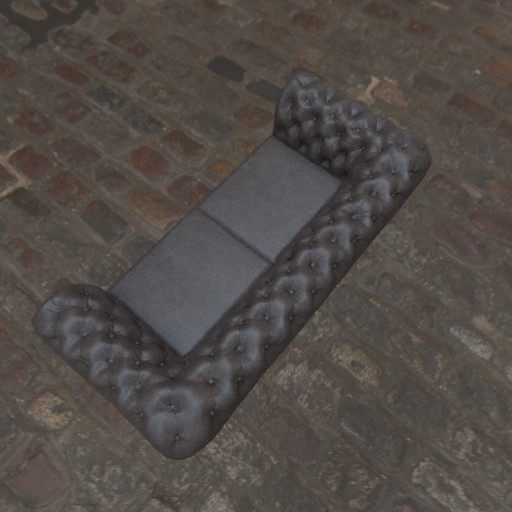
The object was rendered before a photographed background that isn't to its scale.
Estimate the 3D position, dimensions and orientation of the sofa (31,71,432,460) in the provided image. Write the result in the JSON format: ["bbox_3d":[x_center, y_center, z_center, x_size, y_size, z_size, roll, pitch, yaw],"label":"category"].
[{"bbox_3d":[0.000,0.000,2.434,0.944,0.779,2.048,37,70,16],"label":"sofa"}]
